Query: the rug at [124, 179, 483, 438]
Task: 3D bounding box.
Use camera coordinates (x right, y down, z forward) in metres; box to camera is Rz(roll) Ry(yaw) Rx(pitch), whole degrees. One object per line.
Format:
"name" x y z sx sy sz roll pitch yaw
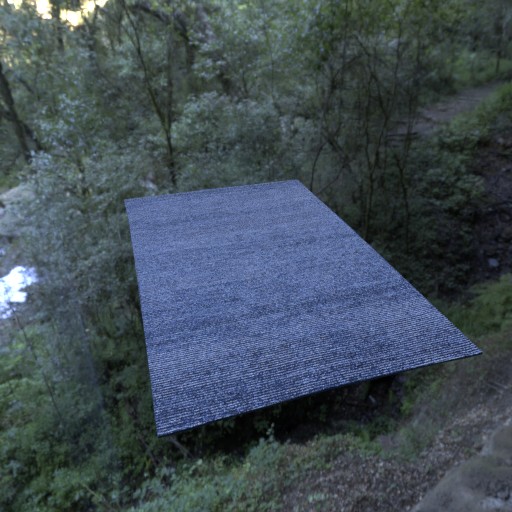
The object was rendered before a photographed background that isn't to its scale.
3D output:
"rug" 0.000 0.000 2.169 1.159 0.025 1.793 -9 32 -15
